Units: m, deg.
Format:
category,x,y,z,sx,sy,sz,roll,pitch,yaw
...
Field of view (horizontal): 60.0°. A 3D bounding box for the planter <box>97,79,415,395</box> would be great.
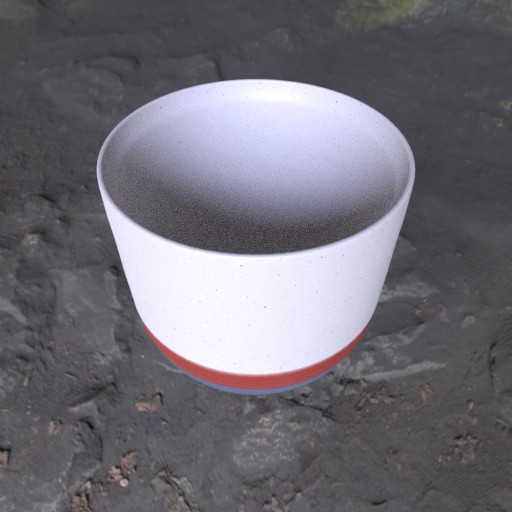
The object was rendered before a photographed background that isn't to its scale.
category,x,y,z,sx,sy,sz,roll,pitch,yaw
planter,0.000,0.000,0.476,0.268,0.270,0.268,0,46,0
